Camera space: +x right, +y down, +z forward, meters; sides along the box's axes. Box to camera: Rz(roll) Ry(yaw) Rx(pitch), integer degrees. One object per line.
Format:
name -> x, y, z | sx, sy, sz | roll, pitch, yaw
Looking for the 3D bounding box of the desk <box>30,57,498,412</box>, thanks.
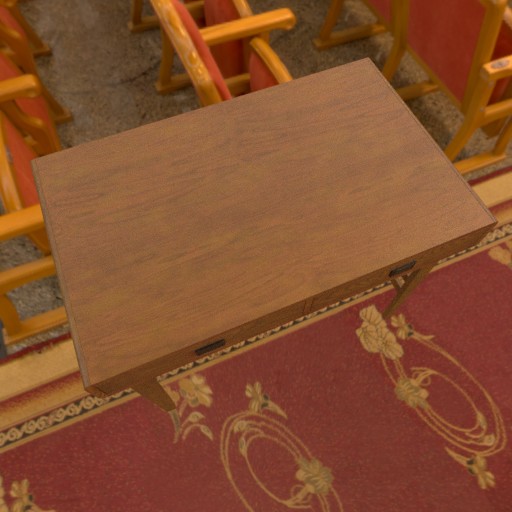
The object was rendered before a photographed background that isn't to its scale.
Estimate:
desk -> 0.000, 0.000, 1.495 | 1.066, 0.754, 0.660 | -21, 65, -10
